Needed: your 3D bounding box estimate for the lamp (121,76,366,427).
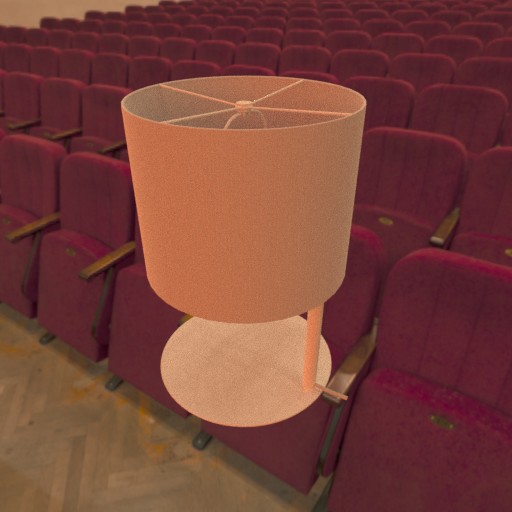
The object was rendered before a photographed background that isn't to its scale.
[{"bbox_3d":[0.000,0.000,0.663,0.341,0.454,0.299,20,37,29],"label":"lamp"}]
